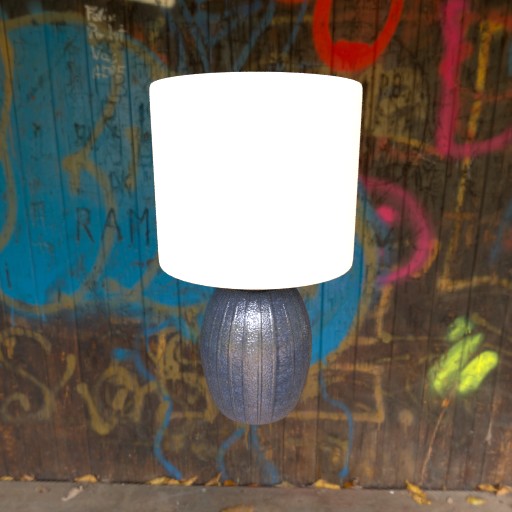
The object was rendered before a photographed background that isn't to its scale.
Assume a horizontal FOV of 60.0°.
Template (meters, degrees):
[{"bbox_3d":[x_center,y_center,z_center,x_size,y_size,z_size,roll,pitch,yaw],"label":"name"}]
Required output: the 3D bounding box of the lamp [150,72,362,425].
[{"bbox_3d":[0.000,0.000,0.768,0.329,0.570,0.329,-7,16,-26],"label":"lamp"}]
